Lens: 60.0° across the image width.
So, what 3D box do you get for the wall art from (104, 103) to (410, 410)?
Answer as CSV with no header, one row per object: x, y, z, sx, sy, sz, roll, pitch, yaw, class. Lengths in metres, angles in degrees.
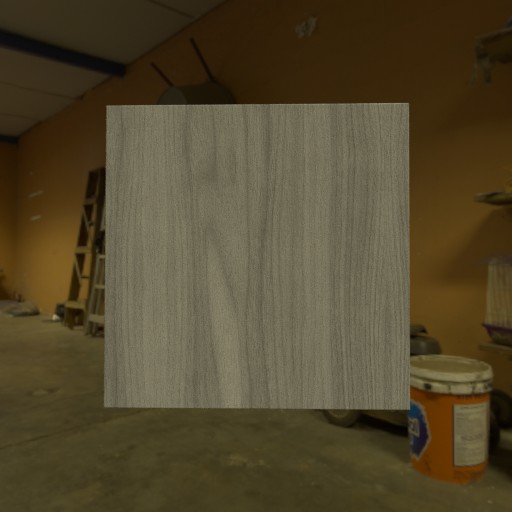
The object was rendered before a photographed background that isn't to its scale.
0.000,0.000,0.746,0.508,0.507,0.016,0,-1,1,wall art
